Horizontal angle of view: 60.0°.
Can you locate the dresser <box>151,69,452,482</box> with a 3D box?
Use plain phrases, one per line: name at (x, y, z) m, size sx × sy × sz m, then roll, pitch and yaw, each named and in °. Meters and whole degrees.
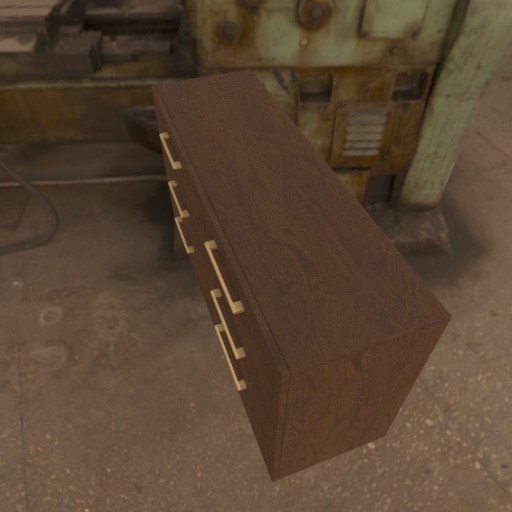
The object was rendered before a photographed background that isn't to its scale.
dresser at (0.000, 0.000, 1.894) m, size 0.512 × 0.889 × 1.523 m, roll -15°, pitch 49°, yaw -14°
